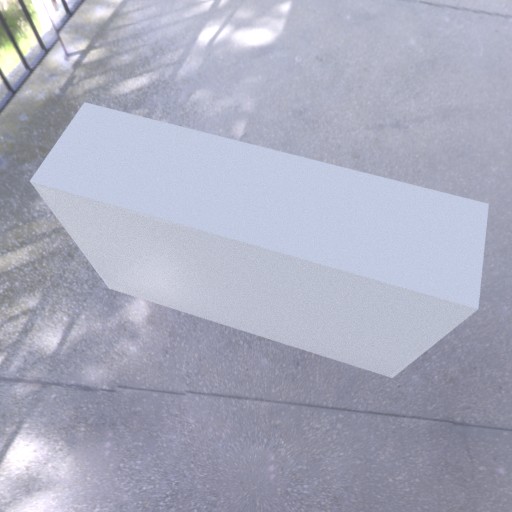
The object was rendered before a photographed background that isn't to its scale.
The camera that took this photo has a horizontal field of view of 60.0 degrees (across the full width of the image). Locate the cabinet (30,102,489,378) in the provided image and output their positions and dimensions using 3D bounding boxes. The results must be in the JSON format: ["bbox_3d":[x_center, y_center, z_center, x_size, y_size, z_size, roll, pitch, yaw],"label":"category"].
[{"bbox_3d":[0.000,0.000,1.844,1.450,0.900,0.380,16,64,8],"label":"cabinet"}]
